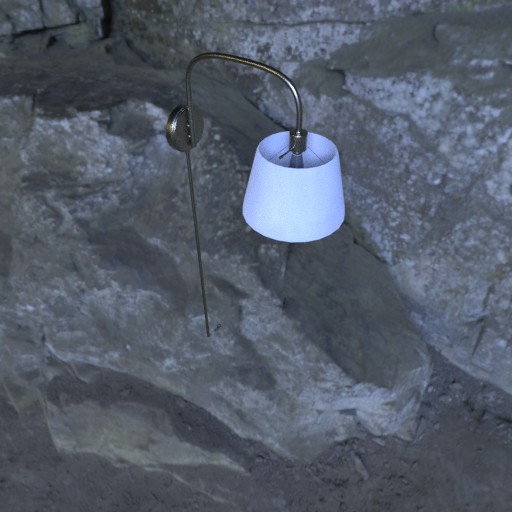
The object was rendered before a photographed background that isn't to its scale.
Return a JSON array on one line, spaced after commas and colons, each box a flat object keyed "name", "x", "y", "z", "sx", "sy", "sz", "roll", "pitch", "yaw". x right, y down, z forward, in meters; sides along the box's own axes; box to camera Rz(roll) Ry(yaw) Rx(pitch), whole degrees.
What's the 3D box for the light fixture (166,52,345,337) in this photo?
[{"name": "light fixture", "x": 0.000, "y": 0.000, "z": 0.471, "sx": 0.176, "sy": 0.399, "sz": 0.092, "roll": 26, "pitch": 48, "yaw": 26}]
